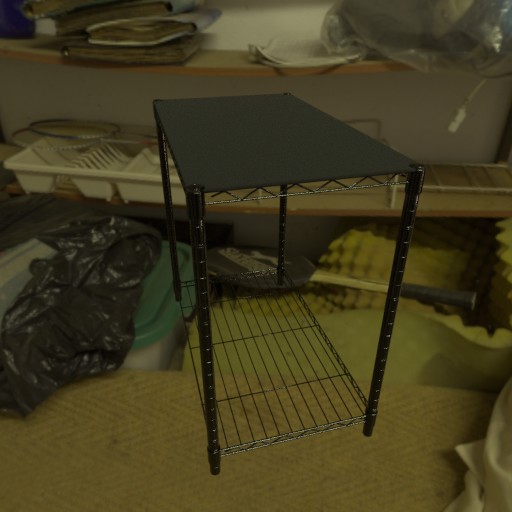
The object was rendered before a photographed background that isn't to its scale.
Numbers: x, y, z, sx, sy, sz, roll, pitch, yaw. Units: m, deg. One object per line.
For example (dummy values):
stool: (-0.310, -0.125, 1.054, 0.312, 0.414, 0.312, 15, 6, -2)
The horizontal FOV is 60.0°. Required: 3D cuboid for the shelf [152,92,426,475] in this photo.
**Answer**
shelf: (0.000, 0.000, 0.960, 0.338, 0.564, 0.589, -8, 31, -13)
